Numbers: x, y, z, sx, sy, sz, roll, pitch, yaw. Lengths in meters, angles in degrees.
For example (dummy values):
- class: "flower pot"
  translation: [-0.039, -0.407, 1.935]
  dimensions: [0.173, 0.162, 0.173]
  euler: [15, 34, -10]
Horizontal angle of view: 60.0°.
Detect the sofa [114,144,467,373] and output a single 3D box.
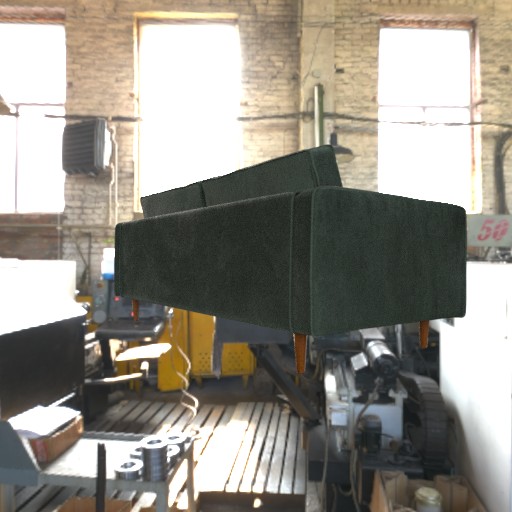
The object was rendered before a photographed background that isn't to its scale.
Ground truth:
- class: "sofa"
  translation: [0.000, 0.000, 2.283]
  dimensions: [0.886, 0.781, 1.816]
  euler: [0, 0, -36]
